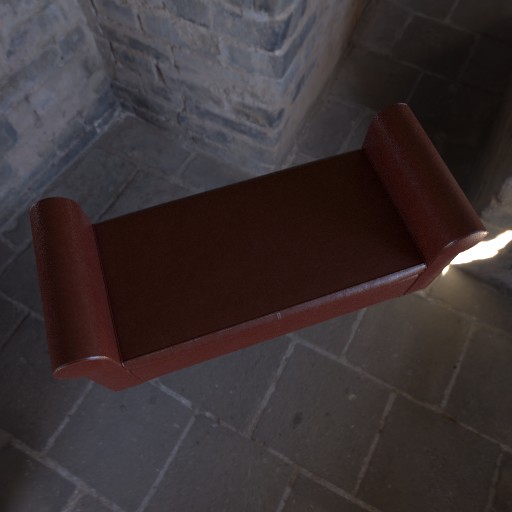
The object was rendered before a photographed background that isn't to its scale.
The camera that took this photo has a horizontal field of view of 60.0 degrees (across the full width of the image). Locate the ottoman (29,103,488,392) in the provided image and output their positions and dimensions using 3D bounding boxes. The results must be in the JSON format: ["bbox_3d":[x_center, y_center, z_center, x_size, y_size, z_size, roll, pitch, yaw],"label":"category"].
[{"bbox_3d":[0.000,0.000,1.500,1.256,0.547,0.521,-17,66,-8],"label":"ottoman"}]
